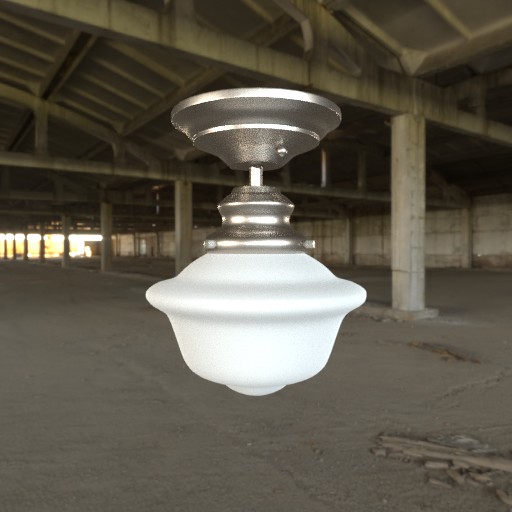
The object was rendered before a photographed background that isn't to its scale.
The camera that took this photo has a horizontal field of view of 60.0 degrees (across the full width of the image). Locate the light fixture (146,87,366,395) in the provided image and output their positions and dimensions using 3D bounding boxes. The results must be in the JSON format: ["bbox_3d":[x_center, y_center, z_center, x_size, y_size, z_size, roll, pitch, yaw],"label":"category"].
[{"bbox_3d":[0.000,0.000,0.407,0.199,0.254,0.199,0,1,0],"label":"light fixture"}]
